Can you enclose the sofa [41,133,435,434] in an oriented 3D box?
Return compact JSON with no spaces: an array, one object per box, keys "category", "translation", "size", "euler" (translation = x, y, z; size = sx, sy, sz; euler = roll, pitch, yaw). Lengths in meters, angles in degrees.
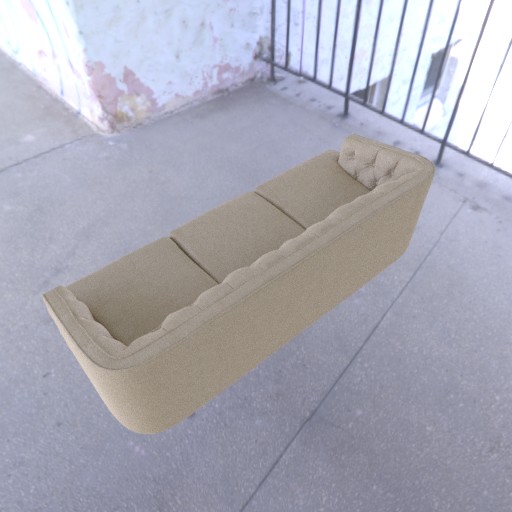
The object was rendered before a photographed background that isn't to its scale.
[{"category":"sofa","translation":[0.000,0.000,2.649],"size":[2.235,0.788,0.913],"euler":[-31,54,-26]}]
